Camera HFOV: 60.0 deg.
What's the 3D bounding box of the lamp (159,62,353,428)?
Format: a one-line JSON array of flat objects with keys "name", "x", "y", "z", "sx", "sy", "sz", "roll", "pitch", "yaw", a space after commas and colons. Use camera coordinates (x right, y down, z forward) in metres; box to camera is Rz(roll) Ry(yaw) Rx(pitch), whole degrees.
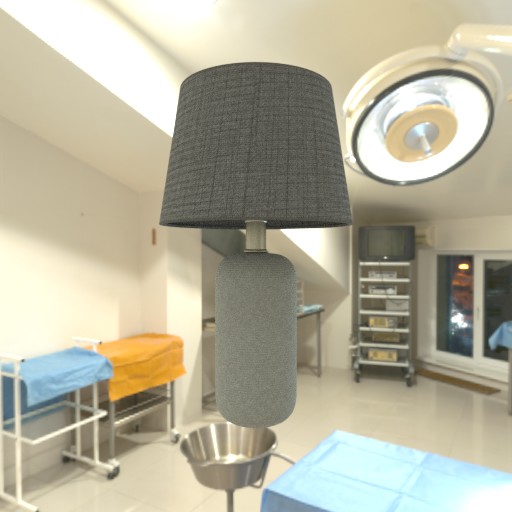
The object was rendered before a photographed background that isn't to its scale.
[{"name": "lamp", "x": 0.000, "y": 0.000, "z": 0.589, "sx": 0.251, "sy": 0.429, "sz": 0.251, "roll": 0, "pitch": 1, "yaw": 0}]
